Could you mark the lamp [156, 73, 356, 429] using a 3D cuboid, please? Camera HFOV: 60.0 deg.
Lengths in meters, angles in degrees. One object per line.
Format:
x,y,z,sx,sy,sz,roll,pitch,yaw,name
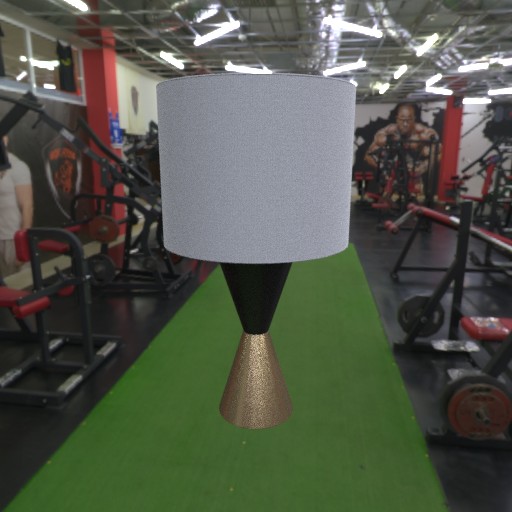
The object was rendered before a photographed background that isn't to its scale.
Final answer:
0.000,0.000,0.752,0.304,0.573,0.304,2,14,10,lamp
